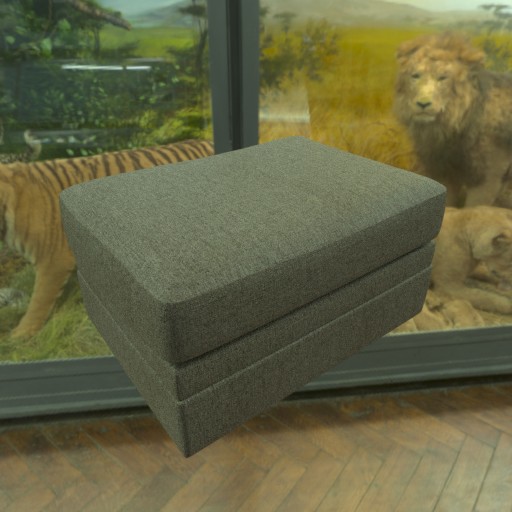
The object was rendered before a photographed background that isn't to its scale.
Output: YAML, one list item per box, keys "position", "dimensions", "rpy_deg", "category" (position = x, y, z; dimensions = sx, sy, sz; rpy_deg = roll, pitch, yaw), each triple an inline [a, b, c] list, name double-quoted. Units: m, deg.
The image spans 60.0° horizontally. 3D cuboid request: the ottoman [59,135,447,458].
- position: [0.000, 0.000, 1.262]
  dimensions: [0.885, 0.478, 0.637]
  rpy_deg: [-21, 37, -31]
  category: "ottoman"
